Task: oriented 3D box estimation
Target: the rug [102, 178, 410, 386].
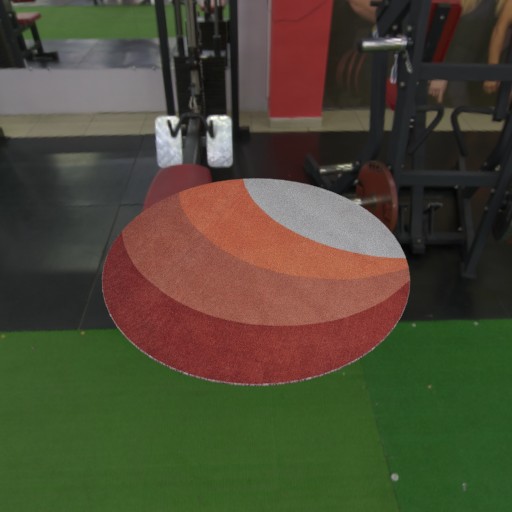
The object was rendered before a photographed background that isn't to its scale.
[{"bbox_3d":[0.000,0.000,2.254,1.514,0.015,1.514,0,40,0],"label":"rug"}]
